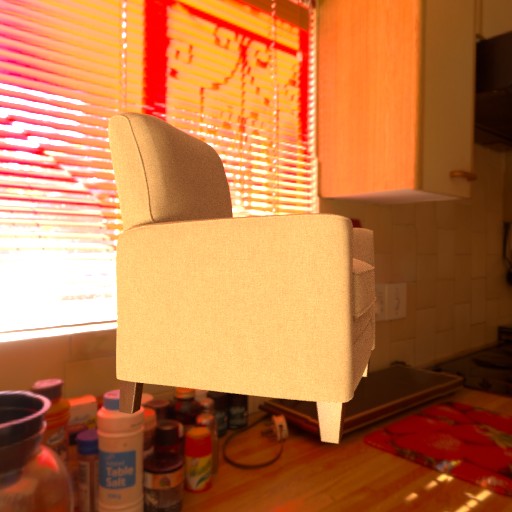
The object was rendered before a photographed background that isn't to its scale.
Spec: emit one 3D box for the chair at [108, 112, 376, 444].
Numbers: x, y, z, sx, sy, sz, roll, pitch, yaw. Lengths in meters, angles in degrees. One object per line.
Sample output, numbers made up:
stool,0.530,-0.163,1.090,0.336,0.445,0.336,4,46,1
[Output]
chair,0.000,0.000,1.685,0.859,1.023,0.845,0,0,20
